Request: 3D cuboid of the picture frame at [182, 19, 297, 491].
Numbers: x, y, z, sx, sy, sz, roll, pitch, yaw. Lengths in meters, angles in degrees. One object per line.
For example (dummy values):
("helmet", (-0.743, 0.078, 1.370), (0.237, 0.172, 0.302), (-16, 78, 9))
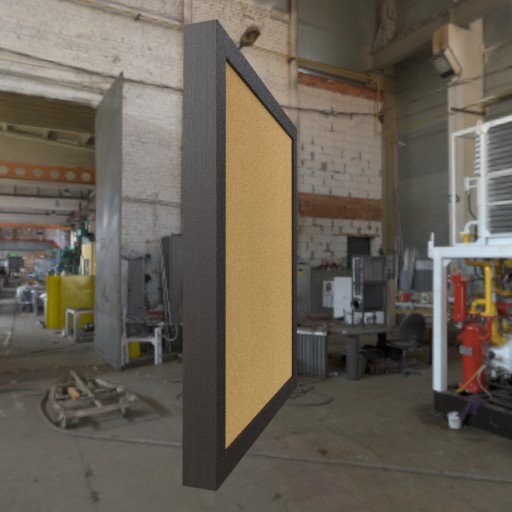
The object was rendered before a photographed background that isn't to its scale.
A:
("picture frame", (0.000, 0.000, 0.744), (0.044, 0.555, 0.452), (0, -1, 17))
